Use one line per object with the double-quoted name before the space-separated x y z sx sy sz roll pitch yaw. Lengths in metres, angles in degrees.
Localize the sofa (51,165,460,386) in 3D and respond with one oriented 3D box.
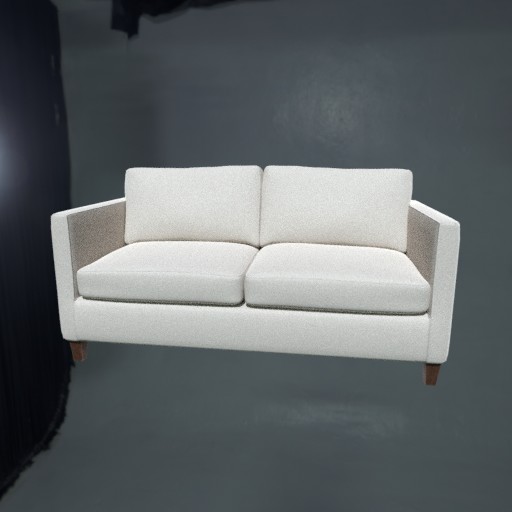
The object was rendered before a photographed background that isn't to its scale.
"sofa" 0.000 0.000 2.253 1.722 0.888 0.873 2 13 8
